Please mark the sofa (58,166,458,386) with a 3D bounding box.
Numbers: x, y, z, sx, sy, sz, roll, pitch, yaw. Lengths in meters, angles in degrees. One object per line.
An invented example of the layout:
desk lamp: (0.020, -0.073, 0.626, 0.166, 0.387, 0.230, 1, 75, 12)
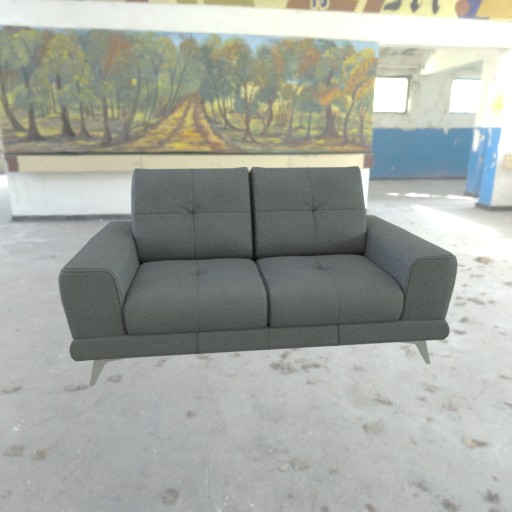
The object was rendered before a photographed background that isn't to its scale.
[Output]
sofa: (0.000, 0.000, 2.415, 1.806, 0.907, 1.018, -2, 16, -7)
